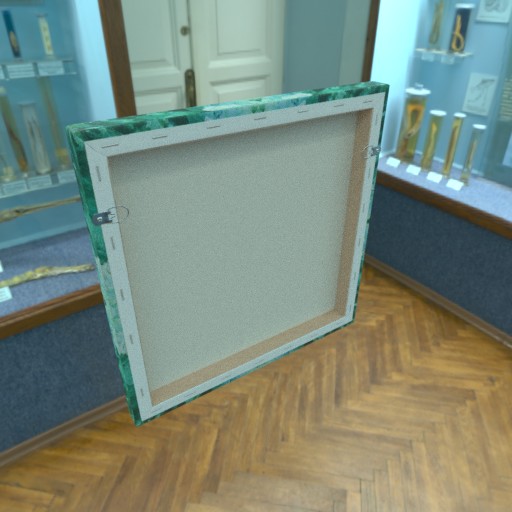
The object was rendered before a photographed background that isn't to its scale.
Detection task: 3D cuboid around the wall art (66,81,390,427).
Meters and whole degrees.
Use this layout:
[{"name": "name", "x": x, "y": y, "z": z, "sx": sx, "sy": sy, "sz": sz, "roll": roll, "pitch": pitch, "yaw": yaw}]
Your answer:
[{"name": "wall art", "x": 0.000, "y": 0.000, "z": 0.752, "sx": 0.507, "sy": 0.508, "sz": 0.038, "roll": -19, "pitch": 36, "yaw": -28}]
